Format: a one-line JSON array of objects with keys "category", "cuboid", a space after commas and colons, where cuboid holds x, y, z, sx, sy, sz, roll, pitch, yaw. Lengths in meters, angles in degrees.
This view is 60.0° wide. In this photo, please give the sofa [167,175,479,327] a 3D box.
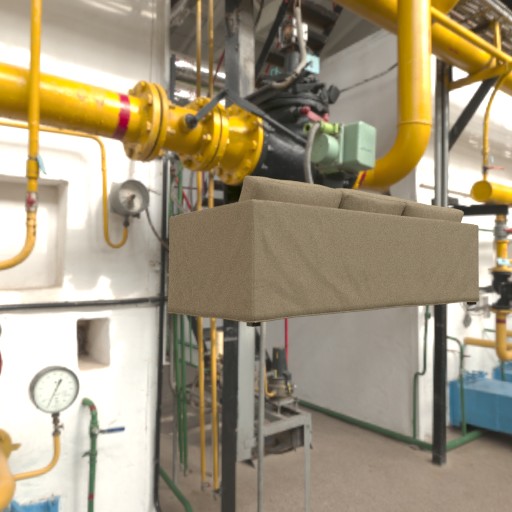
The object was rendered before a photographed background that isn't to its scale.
[{"category": "sofa", "cuboid": [0.000, 0.000, 4.334, 2.432, 0.871, 3.182, 1, -2, -37]}]
